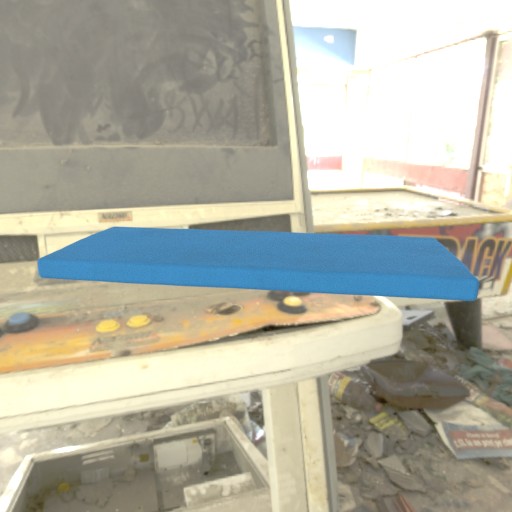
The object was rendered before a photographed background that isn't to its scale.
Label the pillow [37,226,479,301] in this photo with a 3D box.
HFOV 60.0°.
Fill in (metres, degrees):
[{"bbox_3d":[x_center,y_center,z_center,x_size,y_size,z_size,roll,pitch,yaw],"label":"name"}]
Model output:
[{"bbox_3d":[0.000,0.000,1.359,1.187,0.081,0.492,2,15,9],"label":"pillow"}]
